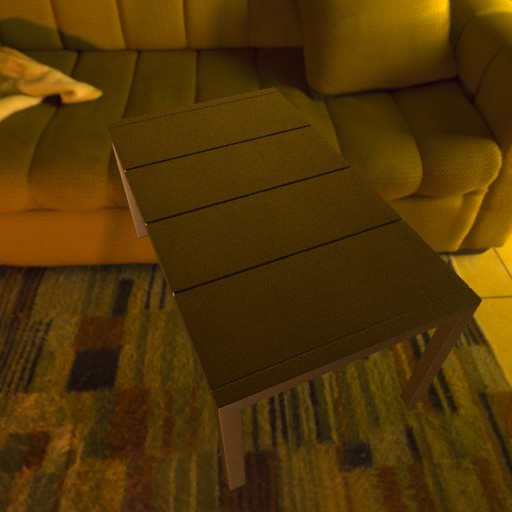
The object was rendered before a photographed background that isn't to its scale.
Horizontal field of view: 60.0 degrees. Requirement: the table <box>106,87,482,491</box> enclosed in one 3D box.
[{"bbox_3d":[0.000,0.000,1.267,0.559,0.460,0.965,-18,50,-16],"label":"table"}]
